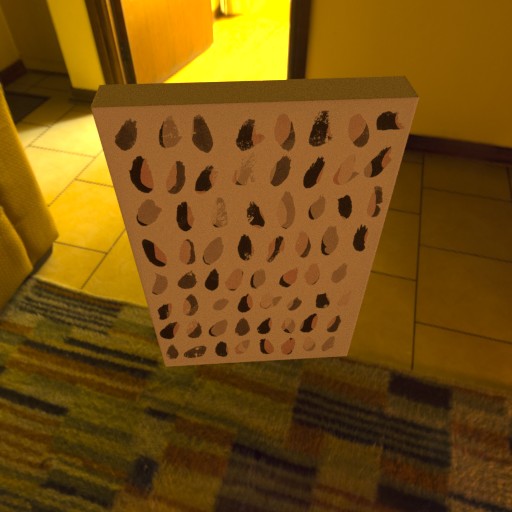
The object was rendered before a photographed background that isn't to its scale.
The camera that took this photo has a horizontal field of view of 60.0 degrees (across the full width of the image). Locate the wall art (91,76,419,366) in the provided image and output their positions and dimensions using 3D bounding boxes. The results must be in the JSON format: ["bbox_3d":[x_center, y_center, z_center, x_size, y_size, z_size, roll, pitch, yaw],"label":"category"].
[{"bbox_3d":[0.000,0.000,0.491,0.252,0.381,0.039,-3,46,-3],"label":"wall art"}]
